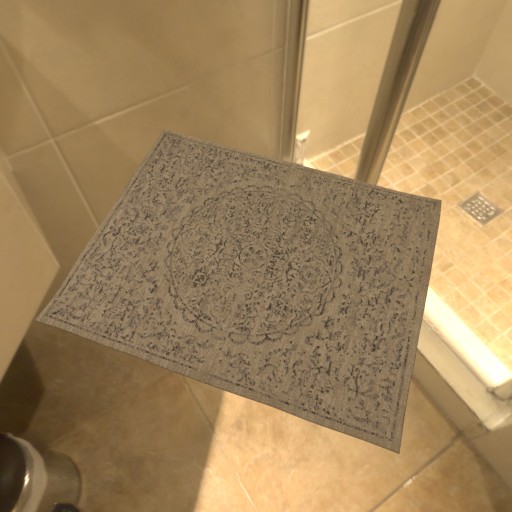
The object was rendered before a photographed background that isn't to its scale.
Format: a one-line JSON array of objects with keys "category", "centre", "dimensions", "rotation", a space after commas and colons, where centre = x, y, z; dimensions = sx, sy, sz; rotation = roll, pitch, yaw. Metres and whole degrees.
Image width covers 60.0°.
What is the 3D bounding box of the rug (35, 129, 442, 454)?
[{"category": "rug", "centre": [0.000, 0.000, 3.867], "dimensions": [2.925, 0.026, 2.343], "rotation": [17, 60, 10]}]
